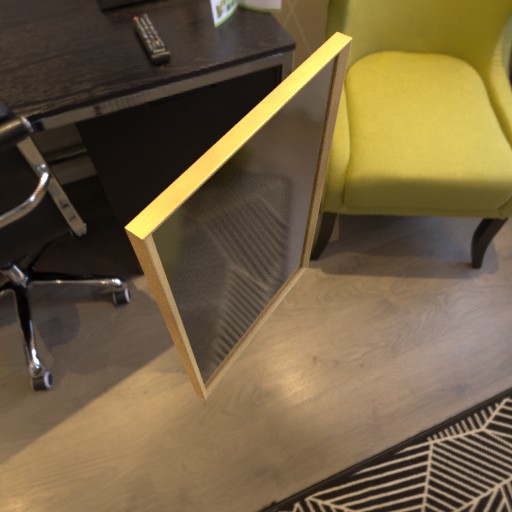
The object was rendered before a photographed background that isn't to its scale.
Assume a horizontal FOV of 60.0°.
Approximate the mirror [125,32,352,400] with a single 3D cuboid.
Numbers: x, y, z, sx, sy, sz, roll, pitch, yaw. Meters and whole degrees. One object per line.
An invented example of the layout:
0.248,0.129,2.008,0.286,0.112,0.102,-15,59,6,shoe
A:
0.000,0.000,1.160,0.041,0.915,0.609,32,63,18,mirror
